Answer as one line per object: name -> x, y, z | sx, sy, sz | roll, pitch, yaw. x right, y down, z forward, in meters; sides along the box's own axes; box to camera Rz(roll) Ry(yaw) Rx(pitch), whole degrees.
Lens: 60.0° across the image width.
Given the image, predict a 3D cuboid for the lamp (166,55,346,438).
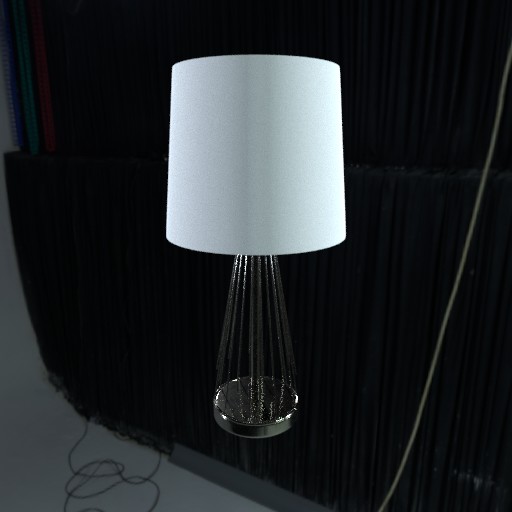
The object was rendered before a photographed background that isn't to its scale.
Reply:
lamp -> 0.000, 0.000, 0.775 | 0.303, 0.618, 0.303 | 0, 15, 0
